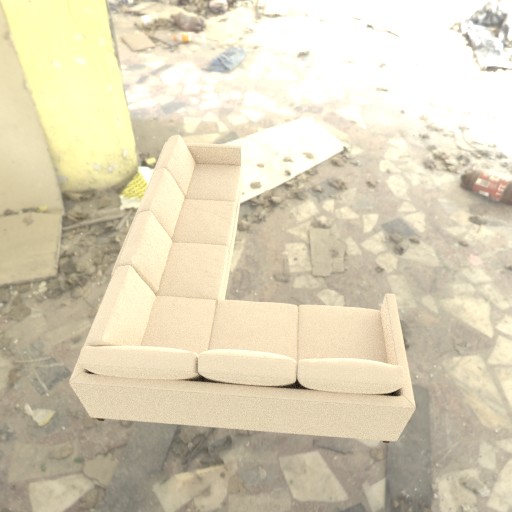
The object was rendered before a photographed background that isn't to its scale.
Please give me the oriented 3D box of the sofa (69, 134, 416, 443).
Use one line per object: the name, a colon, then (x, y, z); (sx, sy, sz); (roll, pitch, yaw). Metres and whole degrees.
sofa: (0.000, 0.000, 4.322); (2.432, 0.863, 3.182); (3, 46, 3)
